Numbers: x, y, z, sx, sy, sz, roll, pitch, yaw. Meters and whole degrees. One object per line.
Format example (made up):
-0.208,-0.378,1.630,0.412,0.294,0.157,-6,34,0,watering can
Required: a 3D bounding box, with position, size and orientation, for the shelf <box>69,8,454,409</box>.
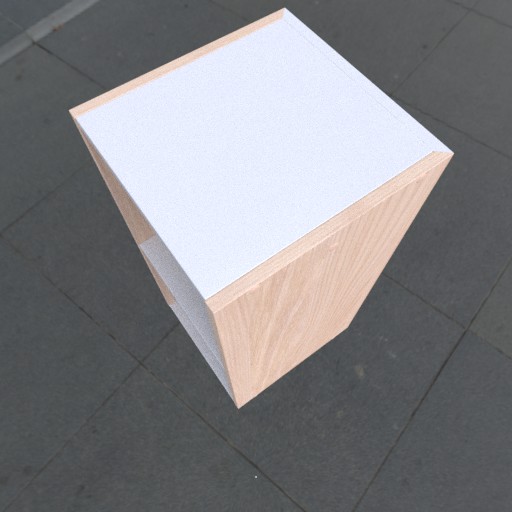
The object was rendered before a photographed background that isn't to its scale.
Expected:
0.000,0.000,0.736,0.297,0.594,0.290,-33,68,-15,shelf
